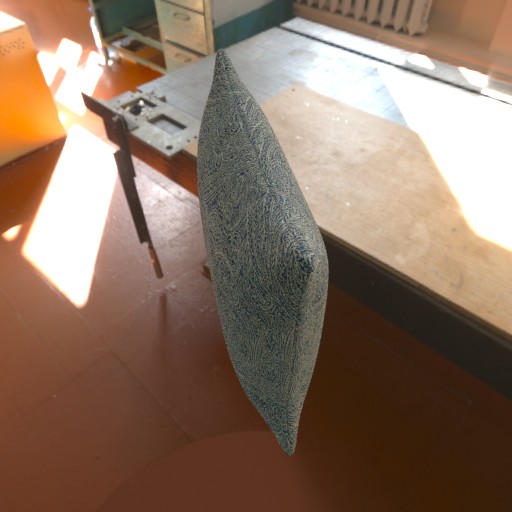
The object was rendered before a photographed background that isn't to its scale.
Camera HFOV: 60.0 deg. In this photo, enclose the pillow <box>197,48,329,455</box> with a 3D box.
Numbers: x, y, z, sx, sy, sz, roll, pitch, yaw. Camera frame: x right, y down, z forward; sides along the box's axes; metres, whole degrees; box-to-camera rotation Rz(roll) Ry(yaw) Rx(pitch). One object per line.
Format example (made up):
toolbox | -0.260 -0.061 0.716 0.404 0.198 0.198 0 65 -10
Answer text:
pillow | 0.000 0.000 0.779 0.166 0.510 0.523 -9 48 -9
